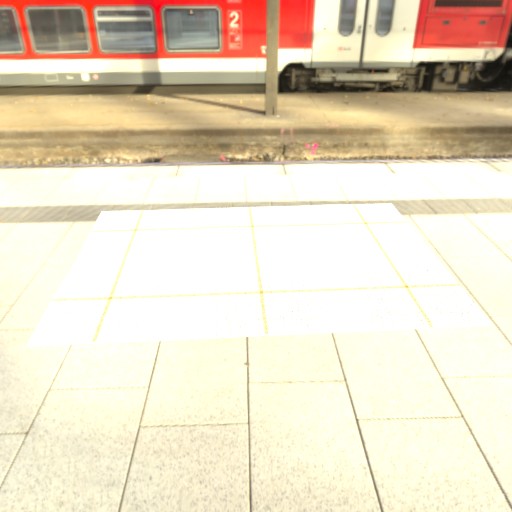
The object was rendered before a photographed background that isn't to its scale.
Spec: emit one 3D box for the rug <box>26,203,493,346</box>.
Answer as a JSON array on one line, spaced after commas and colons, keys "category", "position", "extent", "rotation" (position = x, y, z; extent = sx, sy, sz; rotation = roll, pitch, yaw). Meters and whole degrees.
[{"category": "rug", "position": [0.000, 0.000, 2.254], "extent": [1.825, 0.015, 1.232], "rotation": [-2, 30, -3]}]
